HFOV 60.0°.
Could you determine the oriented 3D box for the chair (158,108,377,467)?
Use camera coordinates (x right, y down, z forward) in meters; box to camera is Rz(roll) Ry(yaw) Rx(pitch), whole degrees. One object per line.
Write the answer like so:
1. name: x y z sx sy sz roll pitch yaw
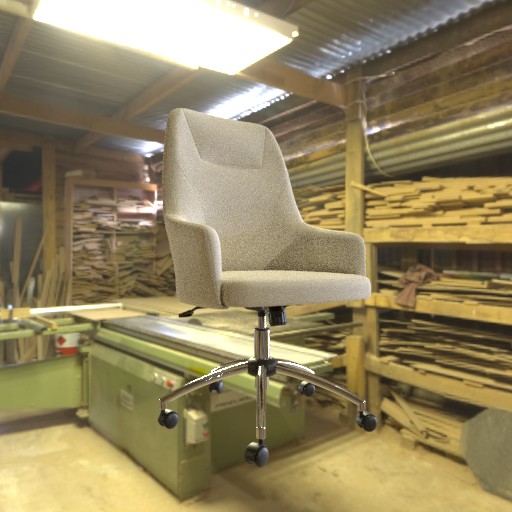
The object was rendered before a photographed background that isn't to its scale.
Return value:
1. chair: 0.000 0.000 1.465 0.620 1.049 0.640 1 -1 -35
